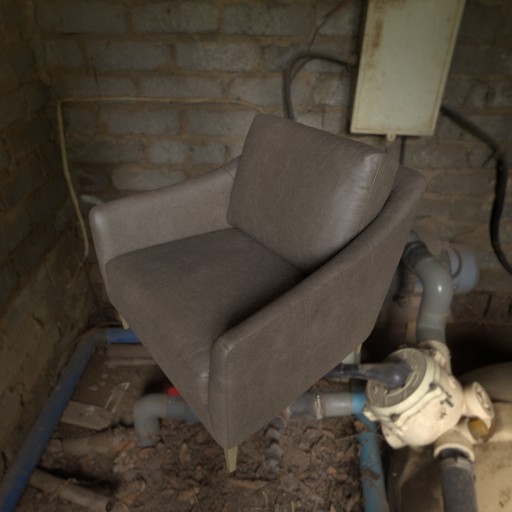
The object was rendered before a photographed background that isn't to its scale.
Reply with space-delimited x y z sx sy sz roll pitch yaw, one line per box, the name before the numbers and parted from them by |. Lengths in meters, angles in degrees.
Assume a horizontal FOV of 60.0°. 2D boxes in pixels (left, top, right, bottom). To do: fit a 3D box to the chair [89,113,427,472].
chair | 0.000 0.000 1.712 0.961 0.901 0.988 -21 38 -30
